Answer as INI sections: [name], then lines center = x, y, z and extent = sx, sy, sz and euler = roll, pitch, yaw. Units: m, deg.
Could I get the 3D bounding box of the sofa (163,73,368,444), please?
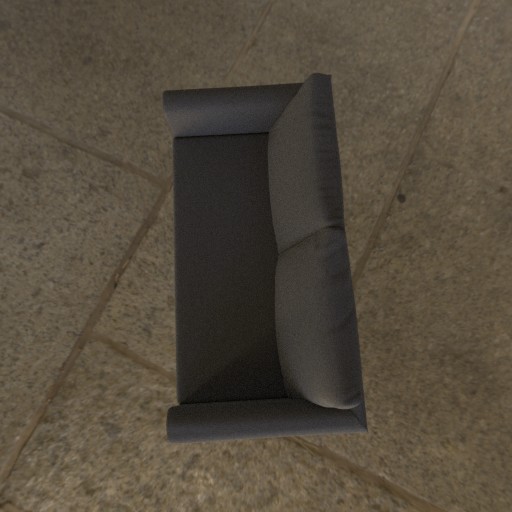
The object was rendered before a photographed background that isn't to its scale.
[sofa]
center = 0.000, 0.000, 1.952
extent = 0.741, 0.872, 1.460
euler = -3, 77, -1
